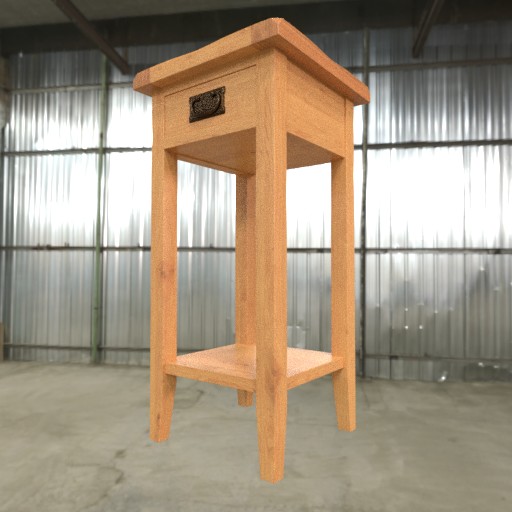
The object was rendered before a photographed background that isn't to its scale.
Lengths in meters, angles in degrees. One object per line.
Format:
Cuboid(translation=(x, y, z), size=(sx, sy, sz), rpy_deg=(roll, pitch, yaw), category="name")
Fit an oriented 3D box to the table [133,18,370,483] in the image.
Cuboid(translation=(0.000, 0.000, 0.932), size=(0.360, 0.740, 0.360), rpy_deg=(-1, -2, 37), category="table")
